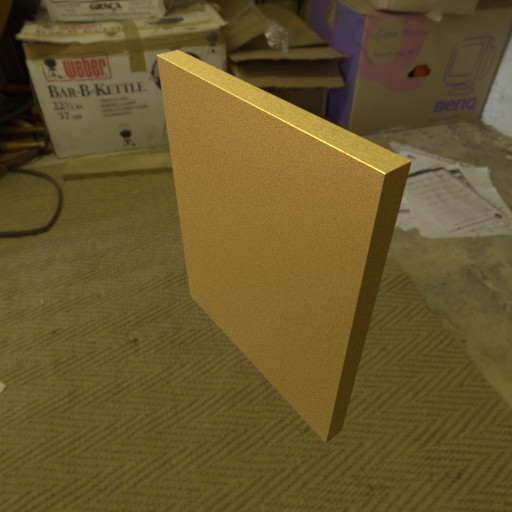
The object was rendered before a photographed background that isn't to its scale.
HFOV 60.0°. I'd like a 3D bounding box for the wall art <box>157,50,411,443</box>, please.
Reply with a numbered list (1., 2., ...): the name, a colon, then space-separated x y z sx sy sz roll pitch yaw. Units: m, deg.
1. wall art: 0.000 0.000 0.881 0.048 0.642 0.537 -27 48 -28
